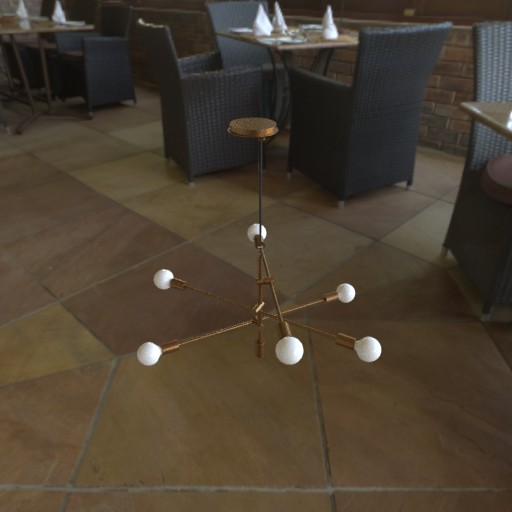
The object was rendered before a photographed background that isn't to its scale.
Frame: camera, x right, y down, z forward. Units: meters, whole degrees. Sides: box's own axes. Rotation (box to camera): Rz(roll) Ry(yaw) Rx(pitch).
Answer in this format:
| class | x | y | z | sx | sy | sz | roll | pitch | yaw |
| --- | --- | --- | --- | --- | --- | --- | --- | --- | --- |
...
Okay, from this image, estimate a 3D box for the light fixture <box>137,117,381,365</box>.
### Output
| class | x | y | z | sx | sy | sz | roll | pitch | yaw |
| --- | --- | --- | --- | --- | --- | --- | --- | --- | --- |
| light fixture | 0.000 | 0.000 | 1.251 | 0.682 | 0.744 | 0.637 | 2 | 32 | 3 |
